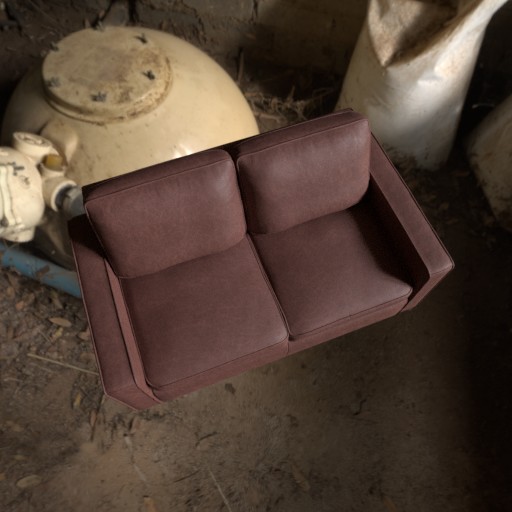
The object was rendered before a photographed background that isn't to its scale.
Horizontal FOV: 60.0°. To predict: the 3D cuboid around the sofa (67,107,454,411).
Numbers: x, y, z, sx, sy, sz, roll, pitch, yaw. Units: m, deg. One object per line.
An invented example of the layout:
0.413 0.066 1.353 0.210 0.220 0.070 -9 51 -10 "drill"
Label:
0.000 0.000 2.285 1.709 0.918 0.947 -19 66 -9 "sofa"
